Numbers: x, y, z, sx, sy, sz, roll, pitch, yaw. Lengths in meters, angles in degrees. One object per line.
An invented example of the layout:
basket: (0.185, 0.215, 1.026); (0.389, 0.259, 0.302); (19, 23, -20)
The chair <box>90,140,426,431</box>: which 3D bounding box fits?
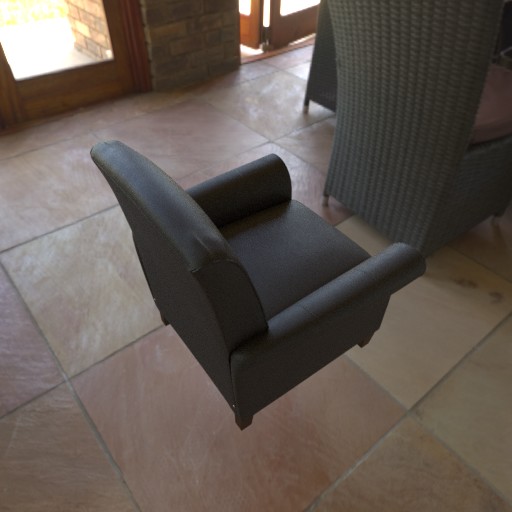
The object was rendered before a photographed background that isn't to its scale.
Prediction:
chair: (0.000, 0.000, 1.806); (0.902, 1.061, 0.978); (-26, 49, -25)
